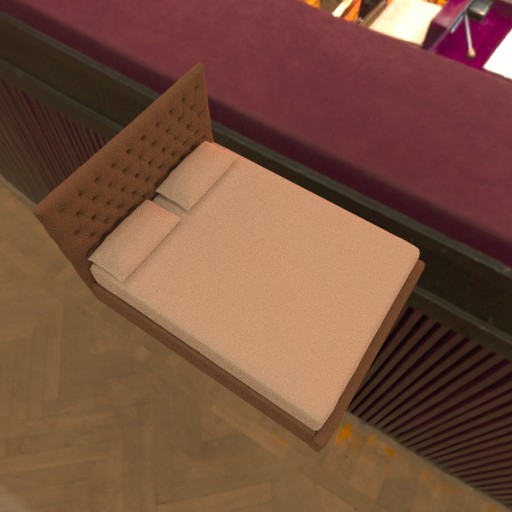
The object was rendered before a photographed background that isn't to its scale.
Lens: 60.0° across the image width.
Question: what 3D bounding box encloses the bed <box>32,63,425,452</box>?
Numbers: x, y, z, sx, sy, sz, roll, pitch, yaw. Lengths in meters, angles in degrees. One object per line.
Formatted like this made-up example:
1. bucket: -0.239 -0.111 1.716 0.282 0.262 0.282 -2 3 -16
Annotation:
1. bed: 0.000 0.000 3.352 2.233 1.426 1.696 30 65 16
